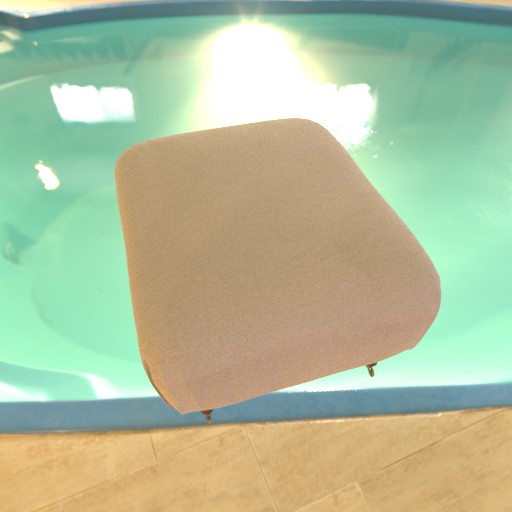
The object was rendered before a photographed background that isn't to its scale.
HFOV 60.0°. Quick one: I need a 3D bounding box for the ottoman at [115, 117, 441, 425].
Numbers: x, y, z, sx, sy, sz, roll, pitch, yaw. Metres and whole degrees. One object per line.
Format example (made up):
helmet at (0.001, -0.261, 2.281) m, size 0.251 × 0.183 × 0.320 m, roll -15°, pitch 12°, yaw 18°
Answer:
ottoman at (0.000, 0.000, 1.152) m, size 0.622 × 0.450 × 0.746 m, roll -12°, pitch 48°, yaw -12°
